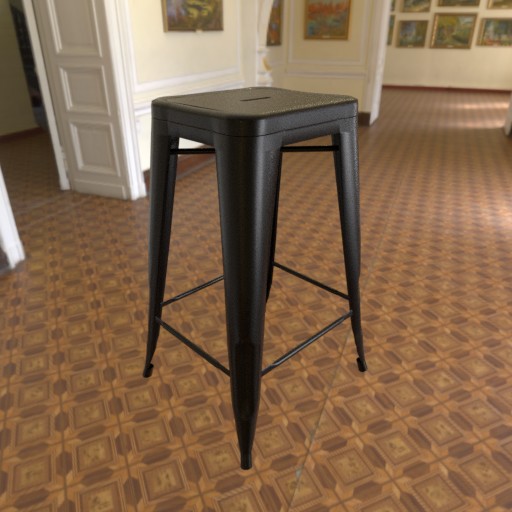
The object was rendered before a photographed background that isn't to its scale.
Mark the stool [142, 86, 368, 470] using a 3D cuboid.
[{"bbox_3d":[0.000,0.000,0.897,0.423,0.609,0.455,17,32,30],"label":"stool"}]
